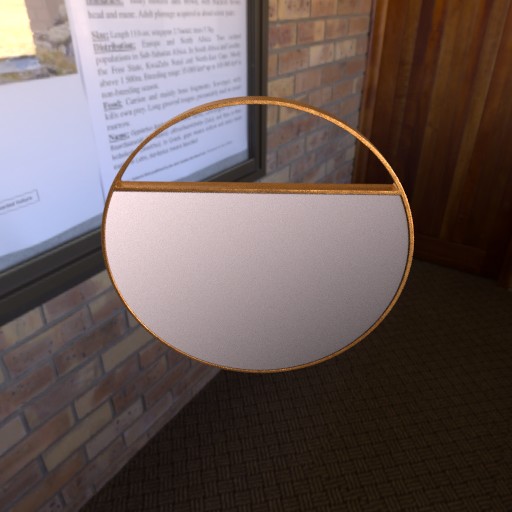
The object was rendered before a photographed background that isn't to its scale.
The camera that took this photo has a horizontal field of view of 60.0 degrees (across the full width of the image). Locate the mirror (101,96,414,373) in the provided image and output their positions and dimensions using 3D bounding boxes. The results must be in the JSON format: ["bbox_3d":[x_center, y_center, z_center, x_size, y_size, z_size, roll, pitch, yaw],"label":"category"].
[{"bbox_3d":[0.000,0.000,0.827,0.565,0.565,0.032,1,30,2],"label":"mirror"}]
